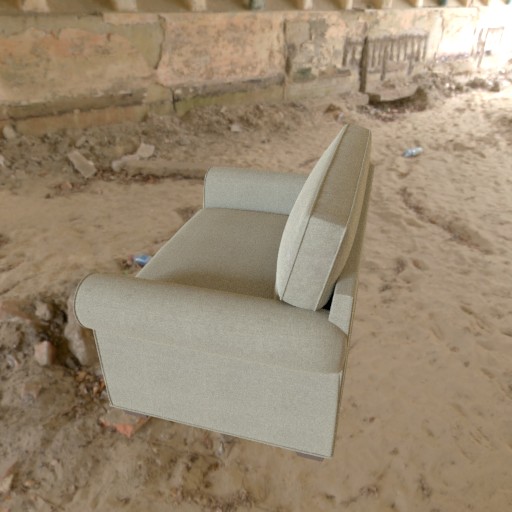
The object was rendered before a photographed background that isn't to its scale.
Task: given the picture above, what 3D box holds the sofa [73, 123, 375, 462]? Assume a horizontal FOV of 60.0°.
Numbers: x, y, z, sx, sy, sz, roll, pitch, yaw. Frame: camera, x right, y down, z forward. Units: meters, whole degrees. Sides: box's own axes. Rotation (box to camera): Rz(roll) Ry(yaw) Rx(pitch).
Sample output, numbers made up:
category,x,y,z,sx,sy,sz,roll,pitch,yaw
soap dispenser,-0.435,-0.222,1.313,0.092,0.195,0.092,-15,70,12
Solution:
category,x,y,z,sx,sy,sz,roll,pitch,yaw
sofa,0.000,0.000,2.027,0.936,0.991,1.405,8,31,14
